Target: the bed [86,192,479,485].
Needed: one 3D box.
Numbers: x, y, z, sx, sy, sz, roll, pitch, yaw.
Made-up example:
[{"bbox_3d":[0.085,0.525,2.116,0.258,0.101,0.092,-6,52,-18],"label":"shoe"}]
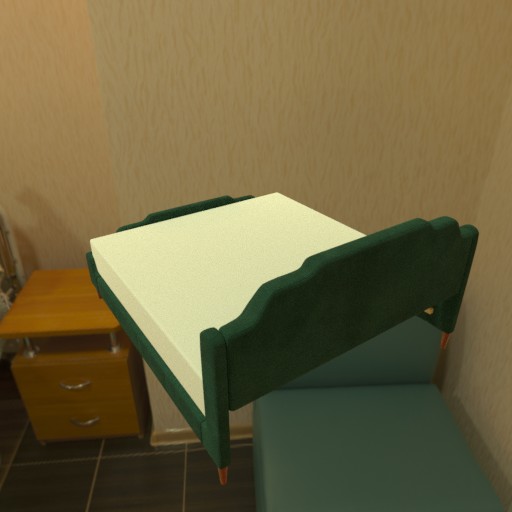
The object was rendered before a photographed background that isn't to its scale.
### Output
[{"bbox_3d":[0.000,0.000,3.494,2.074,1.245,2.340,-18,34,-30],"label":"bed"}]
